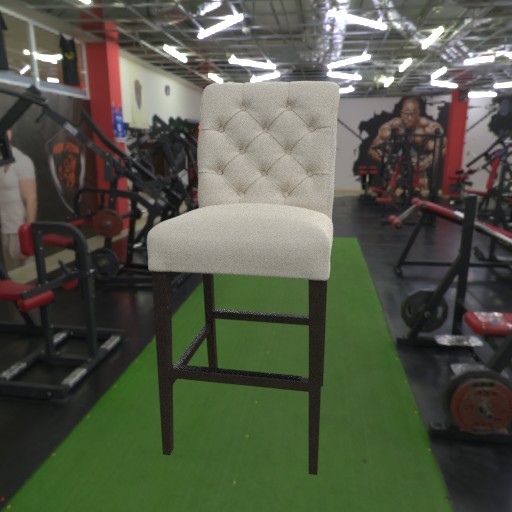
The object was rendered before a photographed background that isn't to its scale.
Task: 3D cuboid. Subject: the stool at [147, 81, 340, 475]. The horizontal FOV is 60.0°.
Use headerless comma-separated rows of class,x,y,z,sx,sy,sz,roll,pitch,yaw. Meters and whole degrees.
stool,0.000,0.000,1.429,0.482,1.118,0.610,3,15,10
